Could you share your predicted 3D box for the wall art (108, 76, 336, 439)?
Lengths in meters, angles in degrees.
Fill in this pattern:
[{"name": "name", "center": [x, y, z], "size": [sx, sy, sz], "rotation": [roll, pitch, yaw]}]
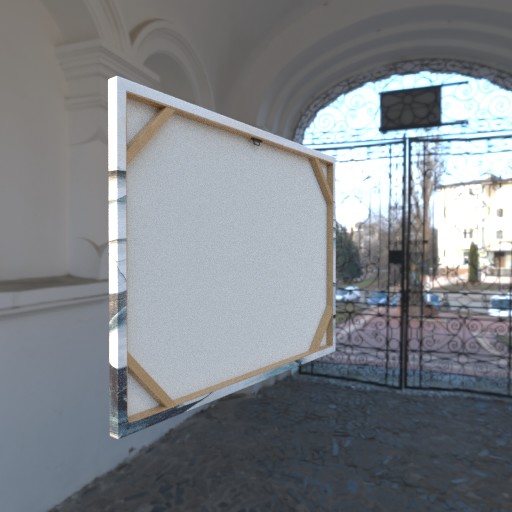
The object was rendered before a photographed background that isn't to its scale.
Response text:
[{"name": "wall art", "center": [0.000, 0.000, 1.613], "size": [0.039, 0.915, 1.219], "rotation": [1, 1, 36]}]
